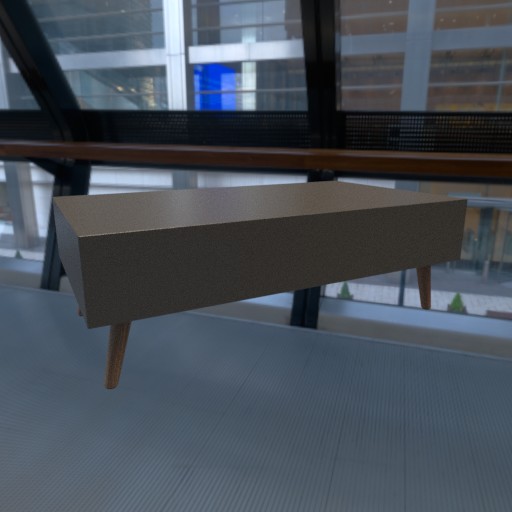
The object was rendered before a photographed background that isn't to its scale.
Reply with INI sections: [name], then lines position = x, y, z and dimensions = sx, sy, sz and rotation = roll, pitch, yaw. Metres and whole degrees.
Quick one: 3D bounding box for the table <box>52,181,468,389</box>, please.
[table]
position = 0.000, 0.000, 1.534
dimensions = 1.201, 0.404, 0.703
rotation = -8, 17, -27
